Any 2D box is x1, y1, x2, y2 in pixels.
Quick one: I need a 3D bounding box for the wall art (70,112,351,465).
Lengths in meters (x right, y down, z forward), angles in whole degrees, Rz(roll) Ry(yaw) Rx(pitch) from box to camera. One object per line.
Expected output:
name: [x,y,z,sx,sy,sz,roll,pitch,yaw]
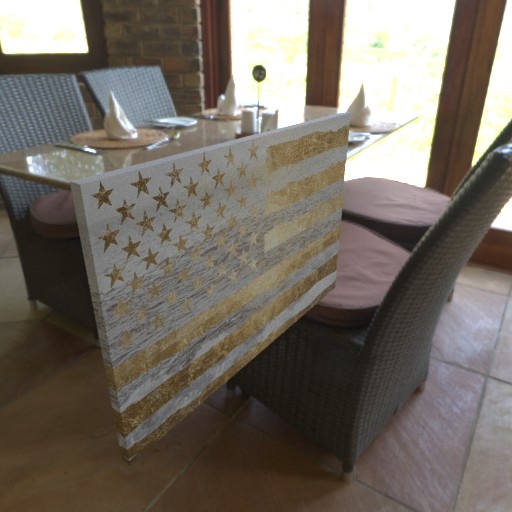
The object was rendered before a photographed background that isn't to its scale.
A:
wall art: [0.000,0.000,1.146,0.027,0.610,0.932,18,31,32]
